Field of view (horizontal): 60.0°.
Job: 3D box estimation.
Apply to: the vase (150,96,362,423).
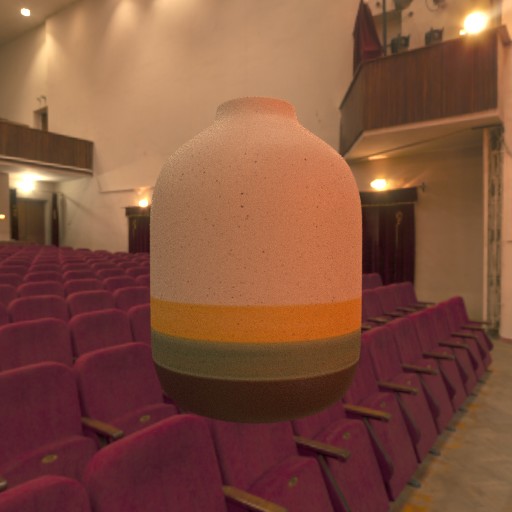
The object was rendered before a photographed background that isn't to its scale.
[{"bbox_3d":[0.000,0.000,0.364,0.169,0.240,0.169,0,1,0],"label":"vase"}]
